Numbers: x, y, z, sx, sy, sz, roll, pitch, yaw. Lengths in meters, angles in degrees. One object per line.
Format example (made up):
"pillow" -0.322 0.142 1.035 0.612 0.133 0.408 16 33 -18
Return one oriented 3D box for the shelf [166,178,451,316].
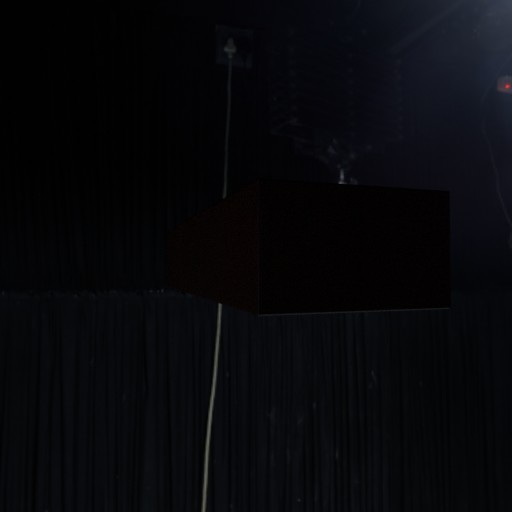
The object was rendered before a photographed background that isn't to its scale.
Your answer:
"shelf" 0.000 0.000 0.525 0.152 0.088 0.457 0 -1 -19
